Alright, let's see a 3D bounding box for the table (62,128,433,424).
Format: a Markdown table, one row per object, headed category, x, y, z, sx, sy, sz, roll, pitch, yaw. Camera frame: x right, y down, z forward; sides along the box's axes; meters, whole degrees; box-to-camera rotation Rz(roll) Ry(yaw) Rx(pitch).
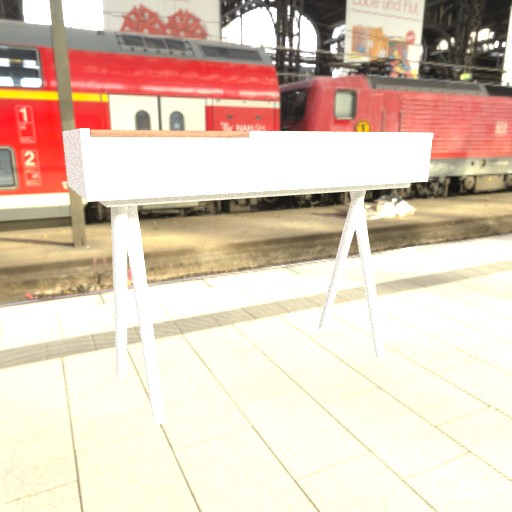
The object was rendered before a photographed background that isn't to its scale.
| category | x | y | z | sx | sy | sz | roll | pitch | yaw |
| --- | --- | --- | --- | --- | --- | --- | --- | --- | --- |
| table | 0.000 | 0.000 | 1.459 | 1.066 | 0.785 | 0.418 | -8 | 16 | -27 |
